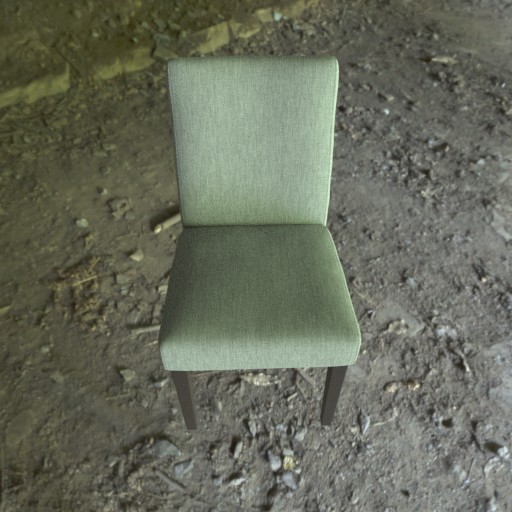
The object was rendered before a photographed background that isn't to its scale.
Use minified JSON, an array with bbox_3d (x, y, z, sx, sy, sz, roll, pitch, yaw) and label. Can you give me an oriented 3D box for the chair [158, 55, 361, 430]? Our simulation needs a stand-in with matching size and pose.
[{"bbox_3d":[0.000,0.000,1.242,0.487,0.884,0.629,-1,46,-1],"label":"chair"}]
